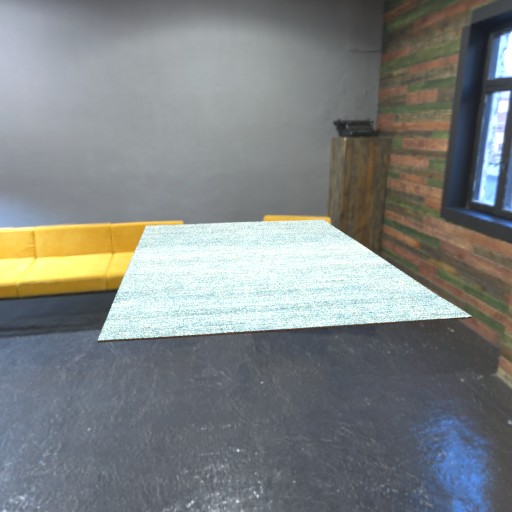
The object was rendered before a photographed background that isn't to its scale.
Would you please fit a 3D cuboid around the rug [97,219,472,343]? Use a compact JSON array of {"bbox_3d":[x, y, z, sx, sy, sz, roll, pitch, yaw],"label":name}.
[{"bbox_3d":[0.000,0.000,2.923,1.611,0.026,2.260,-2,16,-8],"label":"rug"}]
